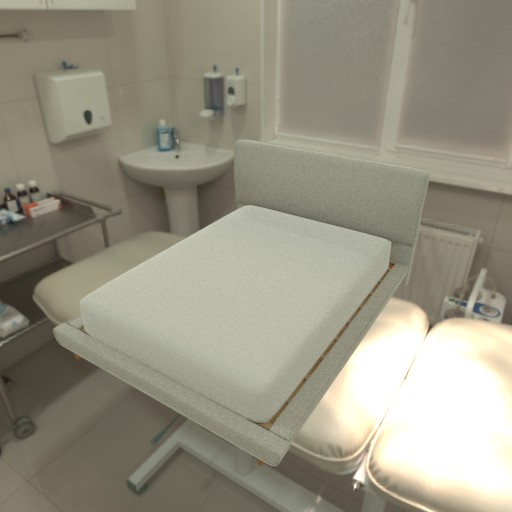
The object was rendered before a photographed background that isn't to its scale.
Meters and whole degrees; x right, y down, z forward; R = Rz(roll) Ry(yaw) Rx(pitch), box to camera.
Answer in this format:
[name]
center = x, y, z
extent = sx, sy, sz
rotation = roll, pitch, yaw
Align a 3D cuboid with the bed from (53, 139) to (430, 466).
[bed]
center = 0.000, 0.000, 3.351
extent = 1.840, 1.067, 2.368
rotation = 18, 33, 29
